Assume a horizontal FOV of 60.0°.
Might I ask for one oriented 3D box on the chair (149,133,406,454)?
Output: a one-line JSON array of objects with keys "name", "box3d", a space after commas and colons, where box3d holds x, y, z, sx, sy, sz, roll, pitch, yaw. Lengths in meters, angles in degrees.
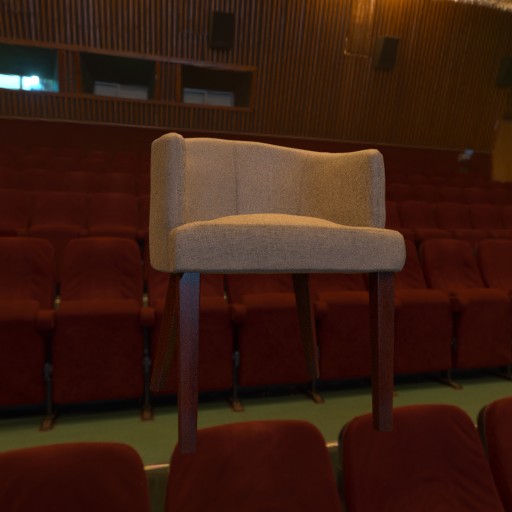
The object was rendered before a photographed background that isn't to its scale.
[{"name": "chair", "box3d": [0.000, 0.000, 1.246, 0.583, 0.811, 0.655, 0, -1, -16]}]
